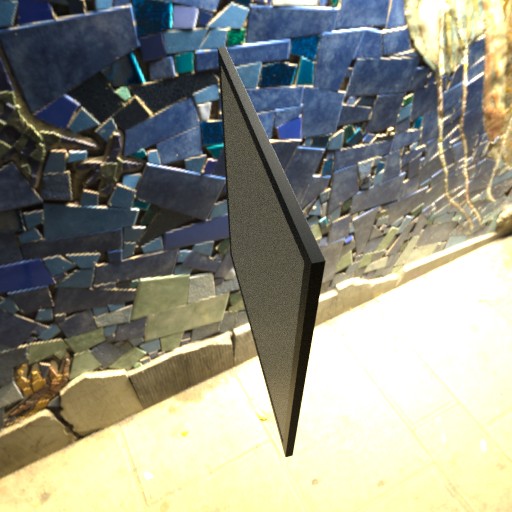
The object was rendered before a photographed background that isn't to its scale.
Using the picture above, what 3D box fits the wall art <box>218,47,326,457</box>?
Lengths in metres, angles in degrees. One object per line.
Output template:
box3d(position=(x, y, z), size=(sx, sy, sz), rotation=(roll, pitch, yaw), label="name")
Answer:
box3d(position=(0.000, 0.000, 1.219), size=(0.022, 0.807, 0.807), rotation=(-10, 47, -9), label="wall art")
